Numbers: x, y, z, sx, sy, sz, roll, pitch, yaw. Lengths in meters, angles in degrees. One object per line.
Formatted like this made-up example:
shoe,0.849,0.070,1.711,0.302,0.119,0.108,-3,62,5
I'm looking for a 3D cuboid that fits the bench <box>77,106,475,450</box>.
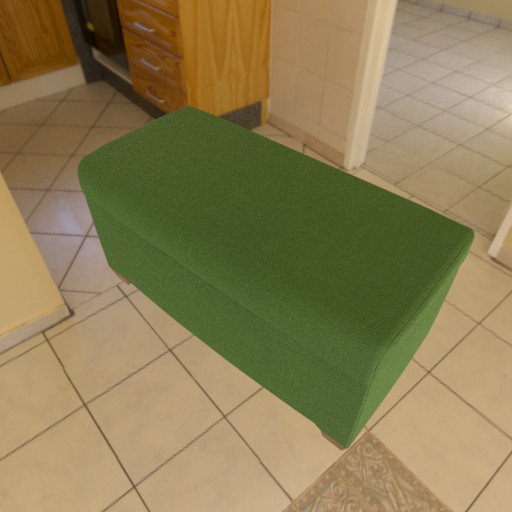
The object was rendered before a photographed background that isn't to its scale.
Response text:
bench,0.000,0.000,1.295,0.989,0.501,0.505,31,53,27
